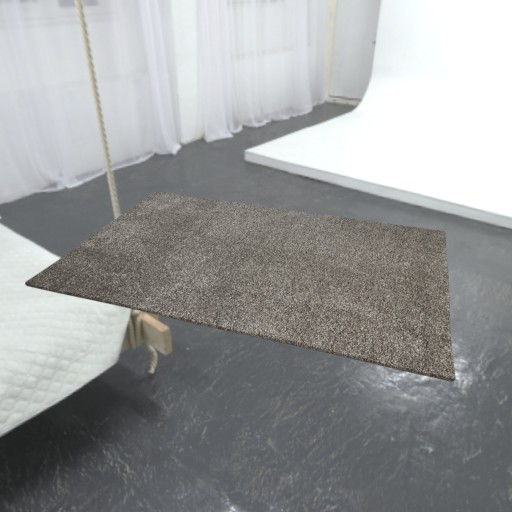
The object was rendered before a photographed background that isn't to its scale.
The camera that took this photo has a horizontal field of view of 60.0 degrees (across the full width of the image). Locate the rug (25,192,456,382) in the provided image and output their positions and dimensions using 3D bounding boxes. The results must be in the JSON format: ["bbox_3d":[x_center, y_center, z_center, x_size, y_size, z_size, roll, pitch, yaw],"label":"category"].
[{"bbox_3d":[0.000,0.000,2.879,2.352,0.025,1.501,10,32,16],"label":"rug"}]
